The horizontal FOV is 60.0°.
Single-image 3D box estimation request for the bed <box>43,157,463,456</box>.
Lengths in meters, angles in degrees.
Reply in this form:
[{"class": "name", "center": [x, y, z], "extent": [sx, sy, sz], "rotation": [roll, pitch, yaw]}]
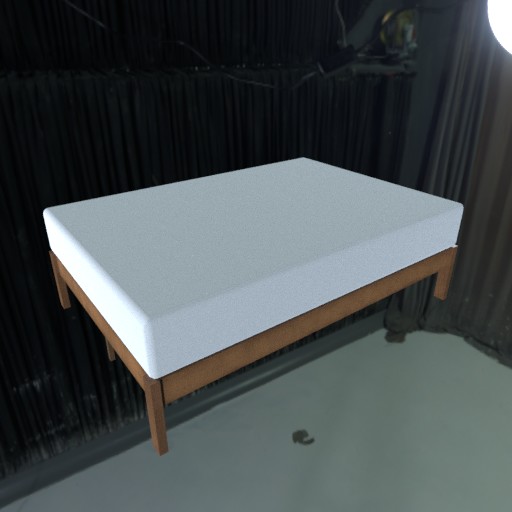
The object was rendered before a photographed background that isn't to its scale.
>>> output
[{"class": "bed", "center": [0.000, 0.000, 2.570], "extent": [1.927, 0.616, 1.348], "rotation": [-18, 32, -32]}]
